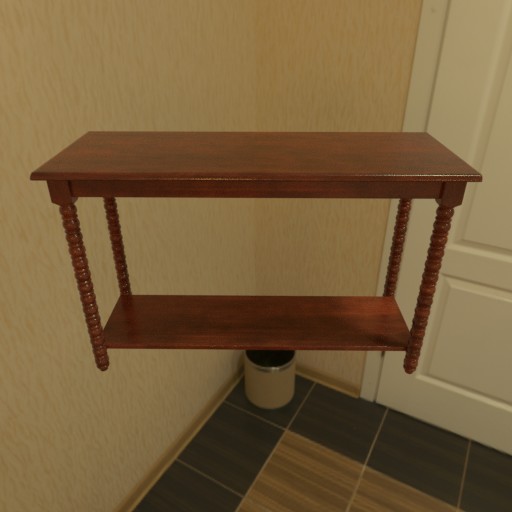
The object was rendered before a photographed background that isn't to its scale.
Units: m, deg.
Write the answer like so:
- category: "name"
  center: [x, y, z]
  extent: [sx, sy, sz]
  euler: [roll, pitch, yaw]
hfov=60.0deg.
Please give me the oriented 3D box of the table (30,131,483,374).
- category: "table"
  center: [0.000, 0.000, 1.525]
  extent: [1.184, 0.740, 0.459]
  euler: [0, 30, 1]
